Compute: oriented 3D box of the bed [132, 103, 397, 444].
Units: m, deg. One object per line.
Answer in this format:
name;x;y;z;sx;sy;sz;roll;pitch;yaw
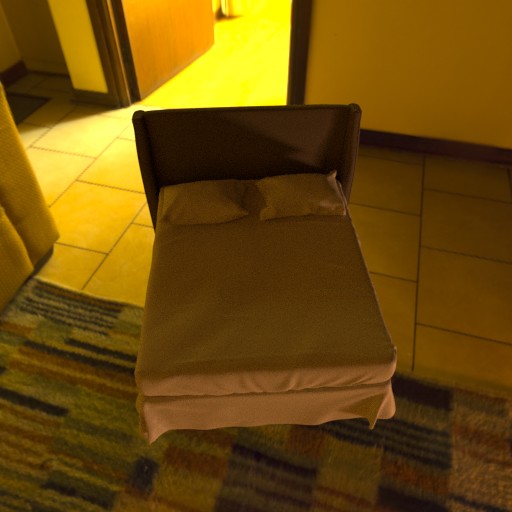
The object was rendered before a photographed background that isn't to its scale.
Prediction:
bed;0.000;0.000;3.418;1.925;1.332;2.276;-3;46;-3
